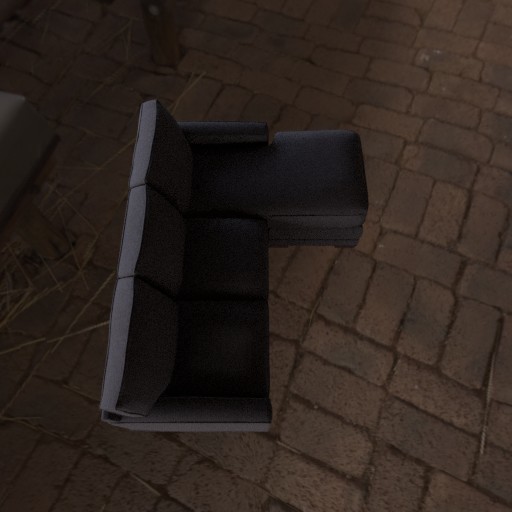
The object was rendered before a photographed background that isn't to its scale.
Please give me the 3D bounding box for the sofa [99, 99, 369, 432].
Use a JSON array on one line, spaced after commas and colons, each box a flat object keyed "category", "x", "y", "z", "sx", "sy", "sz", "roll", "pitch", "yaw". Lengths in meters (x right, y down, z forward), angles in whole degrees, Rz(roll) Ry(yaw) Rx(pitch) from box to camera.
[{"category": "sofa", "x": 0.000, "y": 0.000, "z": 3.284, "sx": 1.790, "sy": 0.973, "sz": 2.370, "roll": 0, "pitch": 64, "yaw": 0}]
